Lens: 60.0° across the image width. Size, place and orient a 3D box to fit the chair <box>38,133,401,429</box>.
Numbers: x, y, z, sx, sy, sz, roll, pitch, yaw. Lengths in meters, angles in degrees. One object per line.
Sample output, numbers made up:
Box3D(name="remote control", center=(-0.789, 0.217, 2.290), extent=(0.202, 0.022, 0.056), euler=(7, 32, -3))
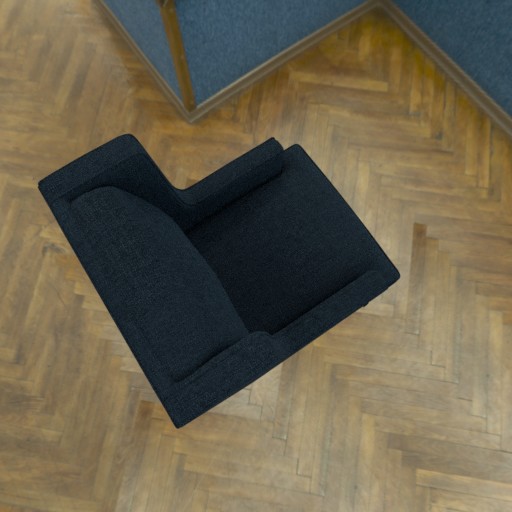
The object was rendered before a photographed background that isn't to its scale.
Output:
Box3D(name="chair", center=(0.000, 0.000, 1.690), extent=(0.947, 1.072, 0.764), euler=(-33, 76, -9))
